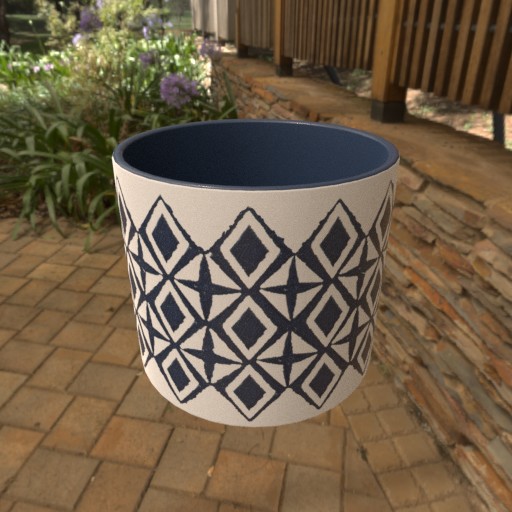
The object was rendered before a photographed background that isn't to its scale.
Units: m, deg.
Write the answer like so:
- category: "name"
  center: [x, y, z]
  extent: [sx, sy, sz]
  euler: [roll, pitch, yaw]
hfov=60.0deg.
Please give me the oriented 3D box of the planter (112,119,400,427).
- category: "planter"
  center: [0.000, 0.000, 0.402]
  extent: [0.224, 0.203, 0.224]
  euler: [0, 27, 0]
